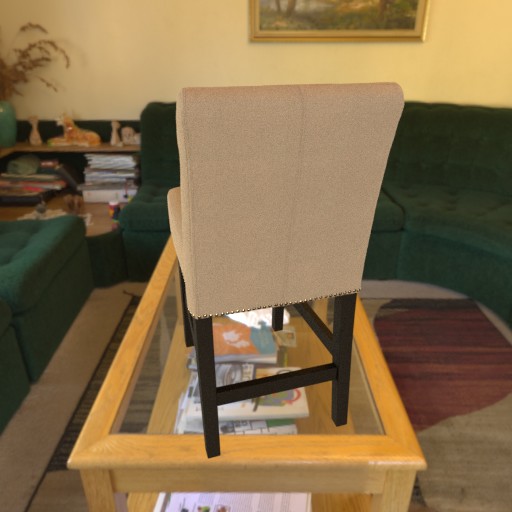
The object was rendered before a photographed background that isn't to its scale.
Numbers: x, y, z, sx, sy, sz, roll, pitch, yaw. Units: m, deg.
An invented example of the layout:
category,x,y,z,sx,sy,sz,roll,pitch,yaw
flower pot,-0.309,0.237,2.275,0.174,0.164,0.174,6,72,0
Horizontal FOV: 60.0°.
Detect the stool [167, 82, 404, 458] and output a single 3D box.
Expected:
category,x,y,z,sx,sy,sz,roll,pitch,yaw
stool,0.000,0.000,1.172,0.427,0.885,0.571,-8,26,-16
